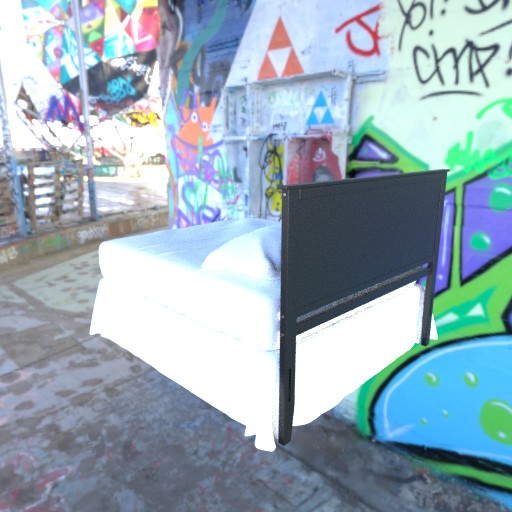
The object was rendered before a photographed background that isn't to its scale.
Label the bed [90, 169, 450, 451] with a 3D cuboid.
[{"bbox_3d":[0.000,0.000,3.256,1.870,1.270,2.050,-14,20,-43],"label":"bed"}]
